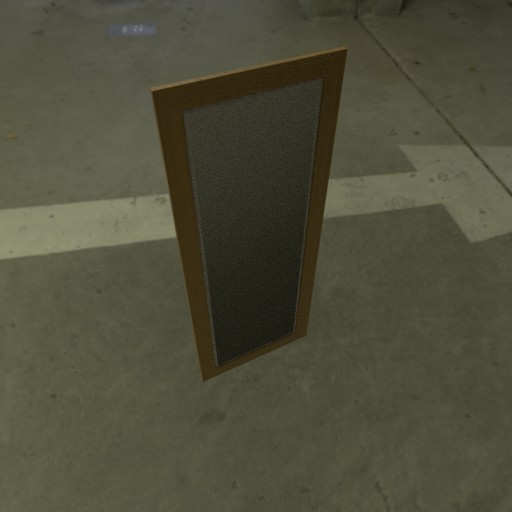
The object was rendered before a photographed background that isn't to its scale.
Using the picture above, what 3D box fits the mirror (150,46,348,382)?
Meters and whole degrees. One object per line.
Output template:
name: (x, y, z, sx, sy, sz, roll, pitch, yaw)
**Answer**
mirror: (0.000, 0.000, 2.386, 0.812, 2.031, 0.025, -20, 49, -18)
